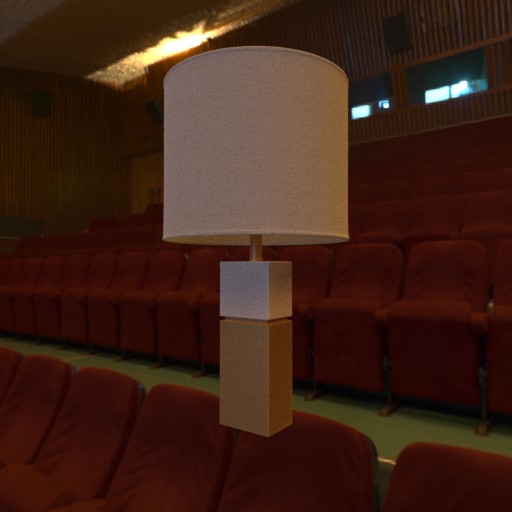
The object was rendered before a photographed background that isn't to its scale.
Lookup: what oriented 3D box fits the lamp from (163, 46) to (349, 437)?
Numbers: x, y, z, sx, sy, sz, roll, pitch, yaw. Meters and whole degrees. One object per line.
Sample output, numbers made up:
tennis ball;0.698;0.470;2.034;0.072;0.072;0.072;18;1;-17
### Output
lamp;0.000;0.000;0.555;0.229;0.417;0.229;-1;-2;36
